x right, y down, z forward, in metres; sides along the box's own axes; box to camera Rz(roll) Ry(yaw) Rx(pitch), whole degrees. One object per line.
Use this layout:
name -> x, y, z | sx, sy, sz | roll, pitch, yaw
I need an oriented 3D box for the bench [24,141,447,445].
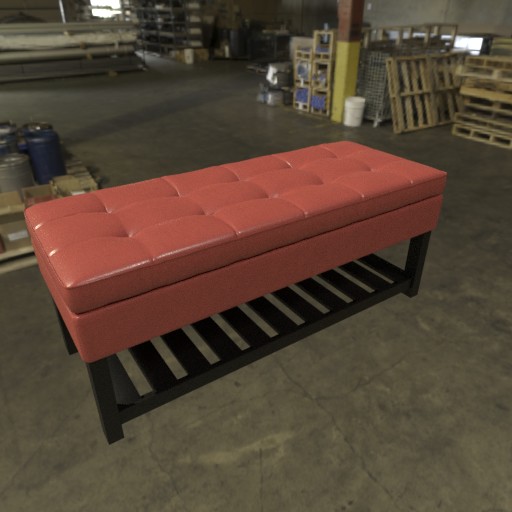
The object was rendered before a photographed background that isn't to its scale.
bench -> 0.000, 0.000, 1.302 | 1.105, 0.460, 0.432 | -18, 35, -29
